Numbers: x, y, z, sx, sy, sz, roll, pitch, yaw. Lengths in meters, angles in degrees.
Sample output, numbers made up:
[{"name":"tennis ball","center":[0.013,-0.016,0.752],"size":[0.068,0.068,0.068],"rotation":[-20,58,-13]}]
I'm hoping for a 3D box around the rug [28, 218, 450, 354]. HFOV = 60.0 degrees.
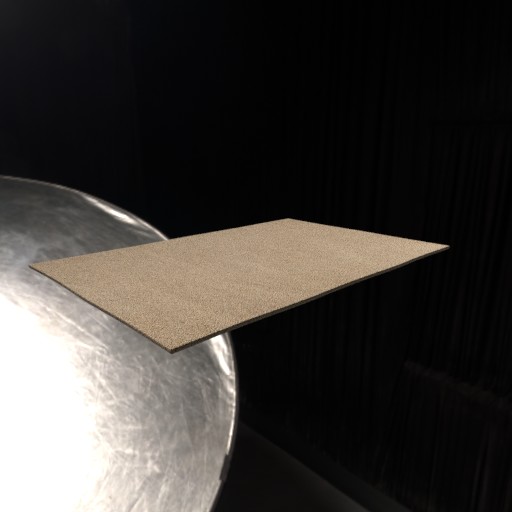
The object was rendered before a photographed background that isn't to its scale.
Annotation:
[{"name":"rug","center":[0.000,0.000,3.384],"size":[2.699,0.025,1.800],"rotation":[-14,20,-42]}]
